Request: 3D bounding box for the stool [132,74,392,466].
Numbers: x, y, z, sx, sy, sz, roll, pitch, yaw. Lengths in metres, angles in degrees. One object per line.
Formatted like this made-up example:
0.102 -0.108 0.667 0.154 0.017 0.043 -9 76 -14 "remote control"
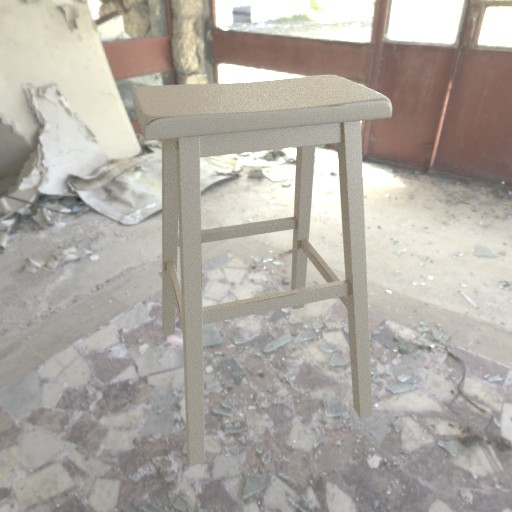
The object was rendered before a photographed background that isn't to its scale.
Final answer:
0.000 0.000 1.037 0.457 0.737 0.476 -10 34 -15 "stool"
